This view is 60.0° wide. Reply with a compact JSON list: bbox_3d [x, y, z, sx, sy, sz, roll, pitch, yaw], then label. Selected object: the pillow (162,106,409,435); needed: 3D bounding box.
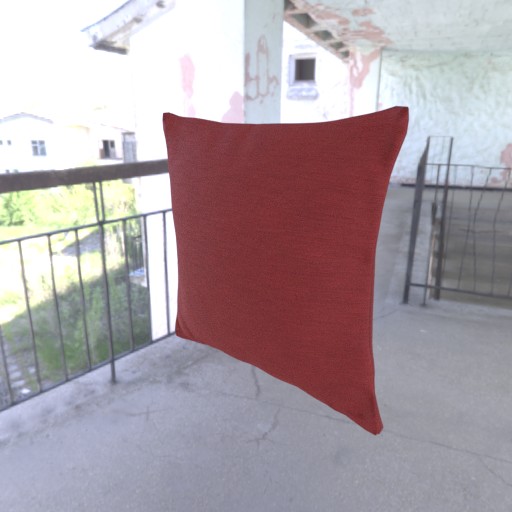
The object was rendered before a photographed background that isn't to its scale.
[{"bbox_3d":[0.000,0.000,0.661,0.435,0.416,0.151,15,22,40],"label":"pillow"}]
